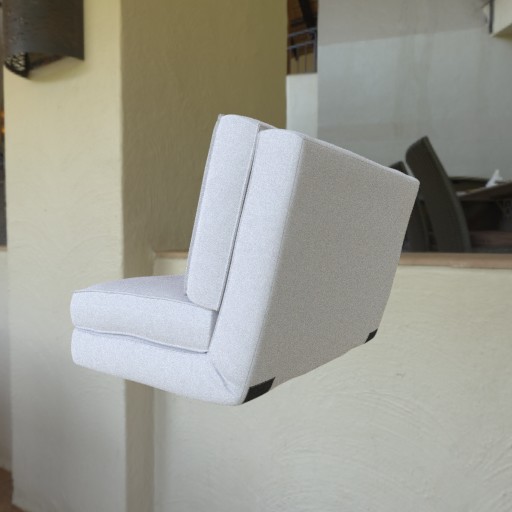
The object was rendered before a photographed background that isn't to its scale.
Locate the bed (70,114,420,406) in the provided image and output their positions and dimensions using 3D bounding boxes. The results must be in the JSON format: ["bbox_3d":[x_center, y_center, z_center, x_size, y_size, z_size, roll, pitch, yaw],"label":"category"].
[{"bbox_3d":[0.000,0.000,1.326,0.749,0.614,0.799,1,3,36],"label":"bed"}]
